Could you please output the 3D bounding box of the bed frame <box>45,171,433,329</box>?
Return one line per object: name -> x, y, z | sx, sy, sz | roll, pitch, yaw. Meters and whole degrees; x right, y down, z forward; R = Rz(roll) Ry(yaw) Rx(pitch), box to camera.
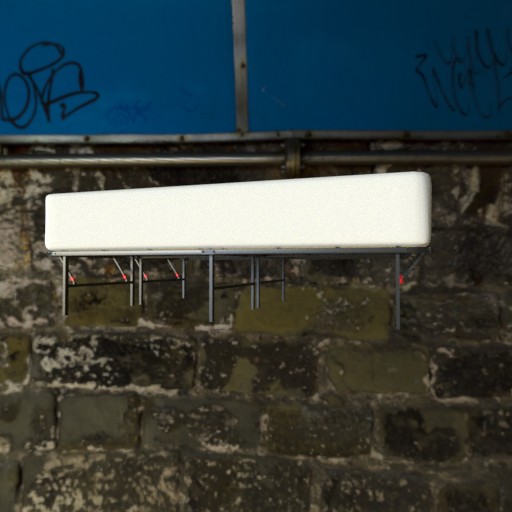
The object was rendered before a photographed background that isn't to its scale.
bed frame -> 0.000, 0.000, 2.866 | 2.037, 0.677, 1.528 | 0, -1, 18
